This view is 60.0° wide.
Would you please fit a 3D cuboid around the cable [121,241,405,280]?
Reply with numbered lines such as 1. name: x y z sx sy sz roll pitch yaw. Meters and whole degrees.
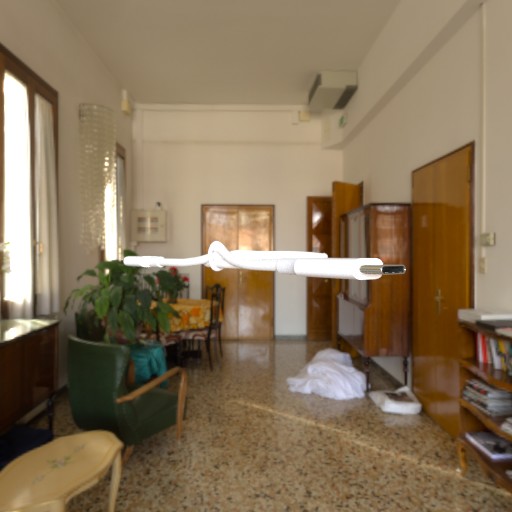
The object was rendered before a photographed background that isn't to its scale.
1. cable: 0.000 0.000 0.223 0.070 0.014 0.203 0 0 -37
